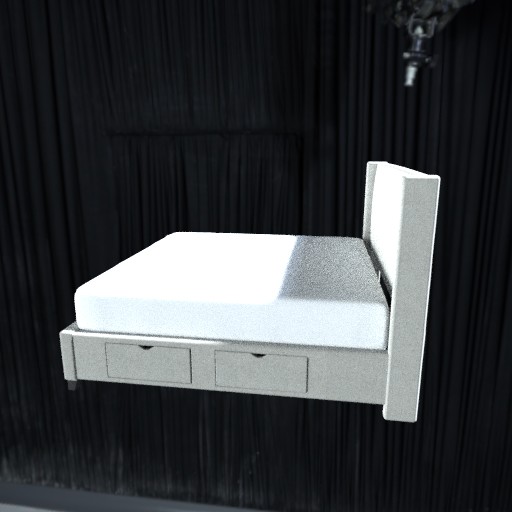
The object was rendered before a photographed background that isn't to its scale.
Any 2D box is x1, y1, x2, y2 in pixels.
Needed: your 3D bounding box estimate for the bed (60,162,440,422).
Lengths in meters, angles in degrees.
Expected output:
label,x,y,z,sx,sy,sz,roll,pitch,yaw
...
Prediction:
label,x,y,z,sx,sy,sz,roll,pitch,yaw
bed,0.000,0.000,3.672,2.280,1.470,2.140,2,14,8
